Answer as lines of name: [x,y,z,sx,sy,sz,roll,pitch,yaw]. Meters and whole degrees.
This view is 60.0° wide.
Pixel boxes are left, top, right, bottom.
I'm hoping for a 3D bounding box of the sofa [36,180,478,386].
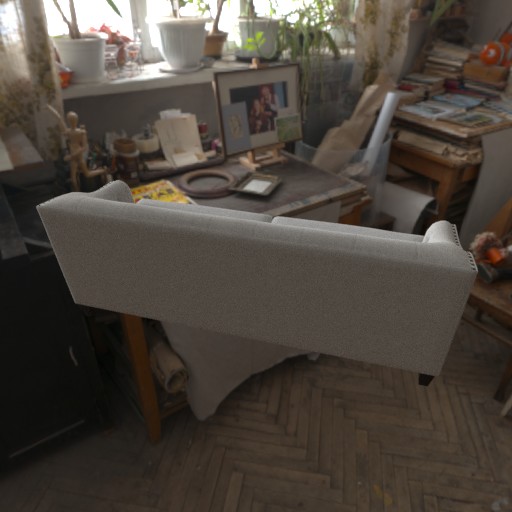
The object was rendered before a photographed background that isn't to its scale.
sofa: [0.000,0.000,2.721,2.235,0.901,0.914,9,34,13]
